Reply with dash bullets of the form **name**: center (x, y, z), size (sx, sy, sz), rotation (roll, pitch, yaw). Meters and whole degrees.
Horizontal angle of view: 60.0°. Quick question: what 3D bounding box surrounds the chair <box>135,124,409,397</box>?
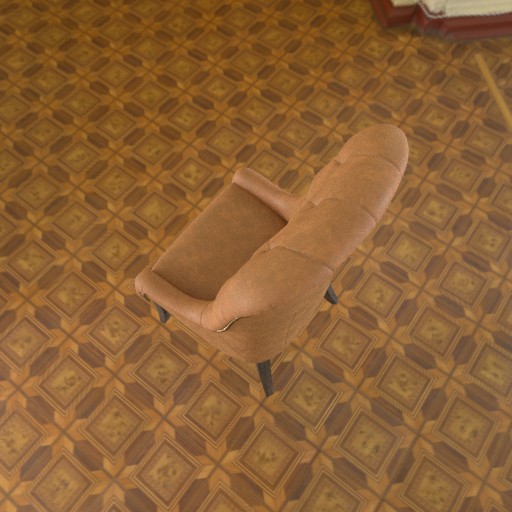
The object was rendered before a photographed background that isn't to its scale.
- **chair**: center (0.000, 0.000, 1.478), size (0.629, 1.091, 0.634), rotation (34, 68, 16)
